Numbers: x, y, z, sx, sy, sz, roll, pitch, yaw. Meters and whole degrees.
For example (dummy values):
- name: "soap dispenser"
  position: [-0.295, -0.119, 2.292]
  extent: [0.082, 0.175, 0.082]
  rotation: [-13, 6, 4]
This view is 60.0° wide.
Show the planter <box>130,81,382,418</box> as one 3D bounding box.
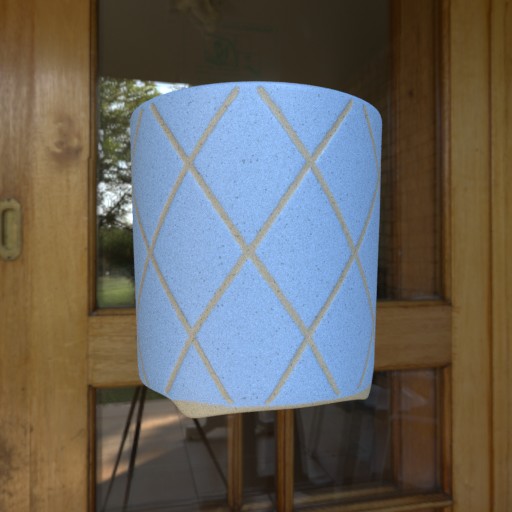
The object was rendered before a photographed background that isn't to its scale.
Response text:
- name: "planter"
  position: [0.000, 0.000, 0.348]
  extent: [0.191, 0.200, 0.191]
  rotation: [0, 0, 0]
